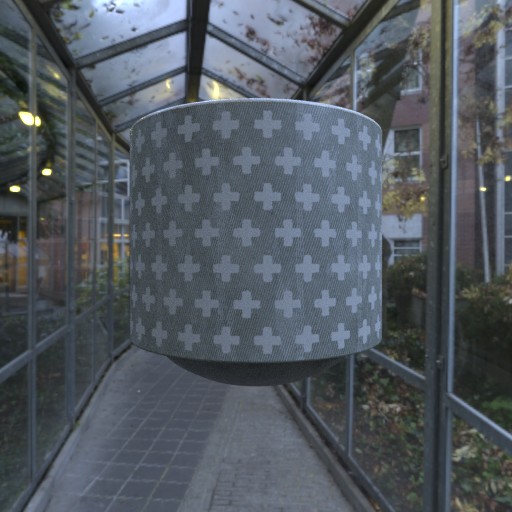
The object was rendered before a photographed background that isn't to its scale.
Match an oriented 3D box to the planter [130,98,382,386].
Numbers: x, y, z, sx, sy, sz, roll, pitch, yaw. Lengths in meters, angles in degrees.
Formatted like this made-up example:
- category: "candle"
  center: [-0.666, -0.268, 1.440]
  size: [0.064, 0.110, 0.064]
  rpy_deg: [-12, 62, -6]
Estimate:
- category: "planter"
  center: [0.000, 0.000, 0.458]
  size: [0.250, 0.239, 0.250]
  rpy_deg: [0, 0, 0]
